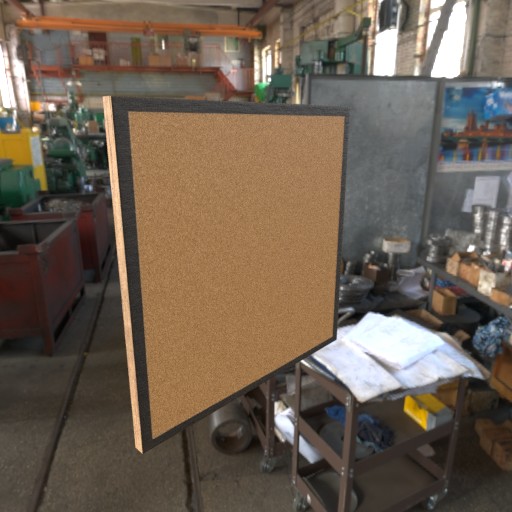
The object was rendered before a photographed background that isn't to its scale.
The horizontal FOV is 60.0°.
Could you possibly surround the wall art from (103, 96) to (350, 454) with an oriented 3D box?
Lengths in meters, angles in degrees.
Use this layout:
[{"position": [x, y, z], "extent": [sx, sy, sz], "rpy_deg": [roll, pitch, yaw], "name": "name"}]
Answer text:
[{"position": [0.000, 0.000, 1.056], "extent": [0.029, 0.691, 0.695], "rpy_deg": [16, 23, 42], "name": "wall art"}]
